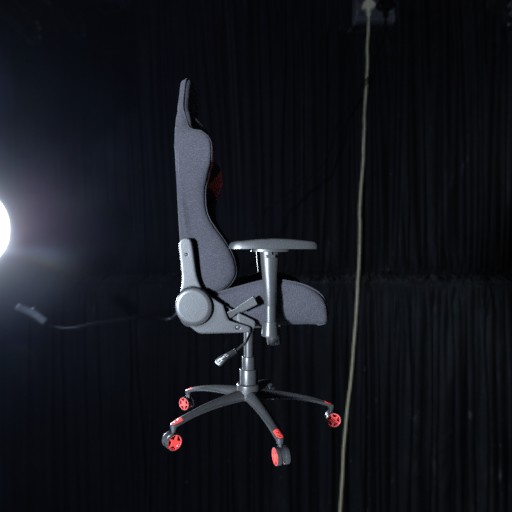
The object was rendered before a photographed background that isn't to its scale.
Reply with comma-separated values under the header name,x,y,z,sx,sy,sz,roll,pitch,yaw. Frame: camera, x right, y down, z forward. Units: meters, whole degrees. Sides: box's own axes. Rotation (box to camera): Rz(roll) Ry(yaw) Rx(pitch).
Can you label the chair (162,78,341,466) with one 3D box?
name,x,y,z,sx,sy,sz,roll,pitch,yaw
chair,0.000,0.000,1.722,0.658,1.326,0.695,0,1,-1
